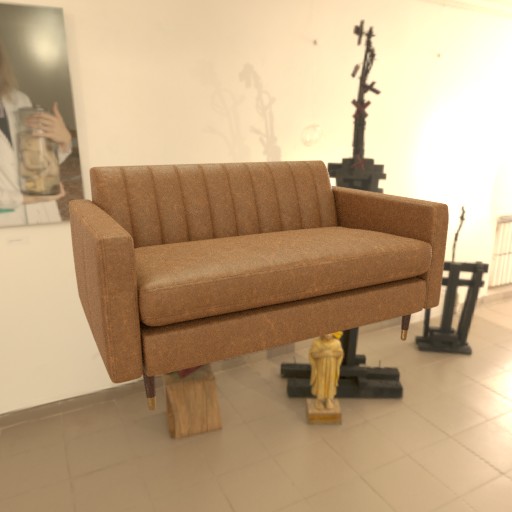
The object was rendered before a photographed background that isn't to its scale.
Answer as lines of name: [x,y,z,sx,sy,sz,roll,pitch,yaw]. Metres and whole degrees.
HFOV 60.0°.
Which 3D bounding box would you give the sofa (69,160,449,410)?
sofa: [0.000,0.000,2.094,1.549,0.820,0.960,-8,17,-26]
